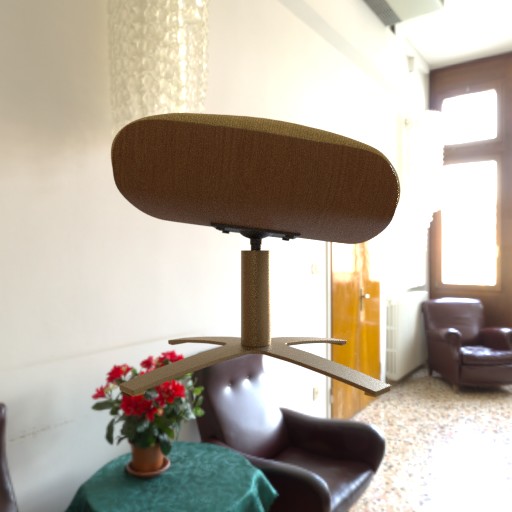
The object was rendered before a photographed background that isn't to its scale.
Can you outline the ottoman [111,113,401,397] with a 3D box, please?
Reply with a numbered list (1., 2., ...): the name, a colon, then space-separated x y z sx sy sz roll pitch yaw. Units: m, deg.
1. ottoman: 0.000 0.000 0.811 0.394 0.391 0.520 0 0 1
